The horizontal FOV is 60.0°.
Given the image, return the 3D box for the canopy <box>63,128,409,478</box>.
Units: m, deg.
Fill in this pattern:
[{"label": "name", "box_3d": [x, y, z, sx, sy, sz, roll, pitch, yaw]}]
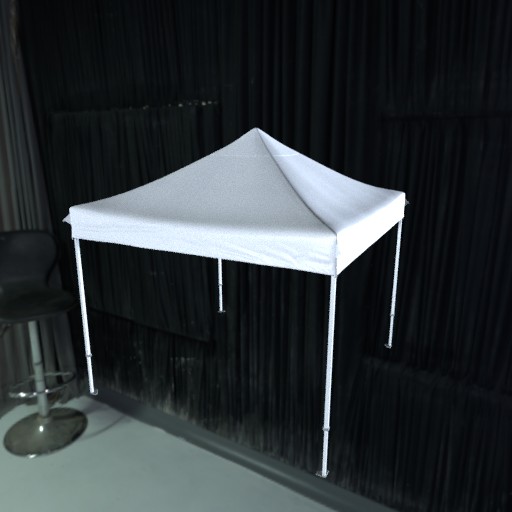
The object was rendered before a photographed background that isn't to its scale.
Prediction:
[{"label": "canopy", "box_3d": [0.000, 0.000, 5.394, 2.994, 2.998, 2.996, 8, 17, 27]}]
